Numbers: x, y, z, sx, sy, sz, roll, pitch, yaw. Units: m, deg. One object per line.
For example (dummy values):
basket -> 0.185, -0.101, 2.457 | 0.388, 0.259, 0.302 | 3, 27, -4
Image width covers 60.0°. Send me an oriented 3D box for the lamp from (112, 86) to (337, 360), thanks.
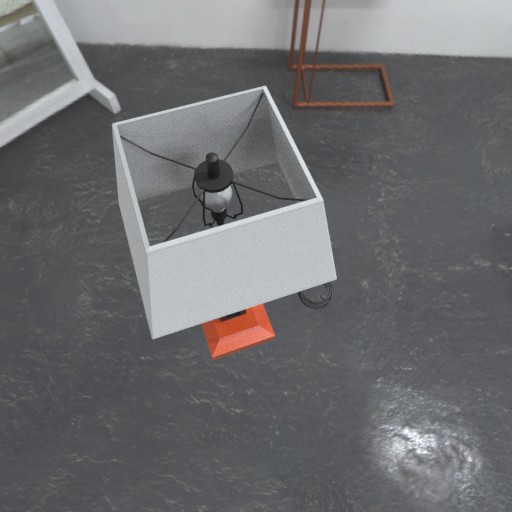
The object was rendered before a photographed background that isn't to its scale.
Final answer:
lamp -> 0.000, 0.000, 0.995 | 0.498, 0.737, 0.310 | -17, 64, -8
